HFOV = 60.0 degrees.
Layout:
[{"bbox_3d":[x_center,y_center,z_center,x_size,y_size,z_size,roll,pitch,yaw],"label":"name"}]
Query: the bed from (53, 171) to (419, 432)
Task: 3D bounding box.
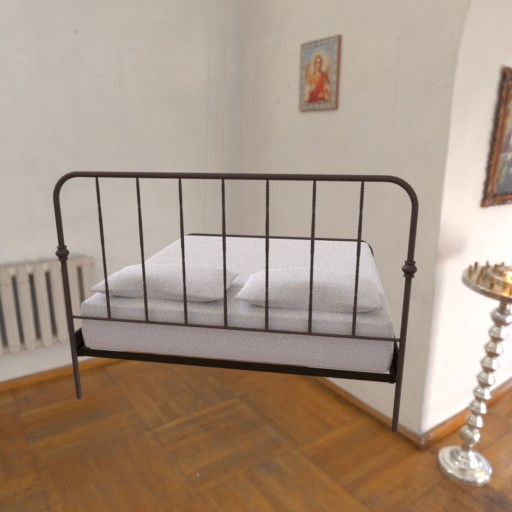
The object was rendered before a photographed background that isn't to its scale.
[{"bbox_3d":[0.000,0.000,3.500,2.044,1.446,2.134,3,15,9],"label":"bed"}]
